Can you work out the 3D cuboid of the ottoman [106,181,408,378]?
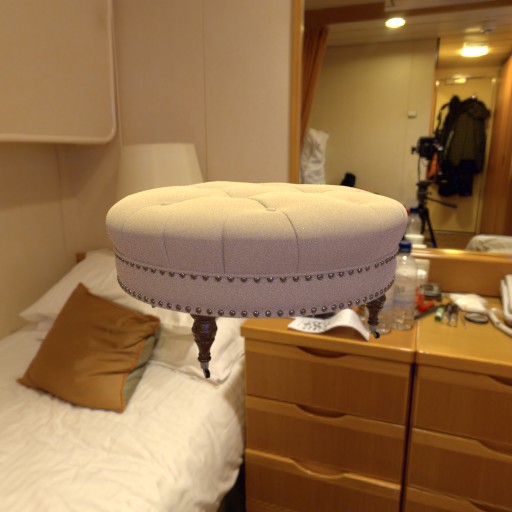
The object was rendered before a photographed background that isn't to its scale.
[{"bbox_3d":[0.000,0.000,1.406,0.901,0.439,0.901,0,13,0],"label":"ottoman"}]
